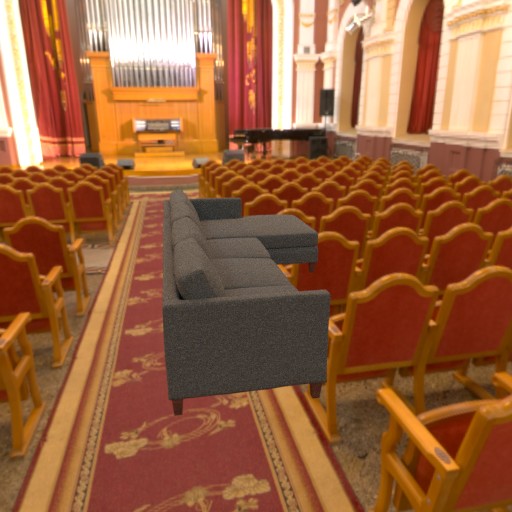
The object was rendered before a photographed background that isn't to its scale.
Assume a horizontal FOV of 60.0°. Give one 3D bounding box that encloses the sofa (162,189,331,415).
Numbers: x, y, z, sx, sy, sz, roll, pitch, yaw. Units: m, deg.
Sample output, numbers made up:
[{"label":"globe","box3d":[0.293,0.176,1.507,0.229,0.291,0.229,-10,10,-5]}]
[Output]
[{"label":"sofa","box3d":[0.000,0.000,3.993,1.625,0.846,3.186,-3,18,-11]}]
